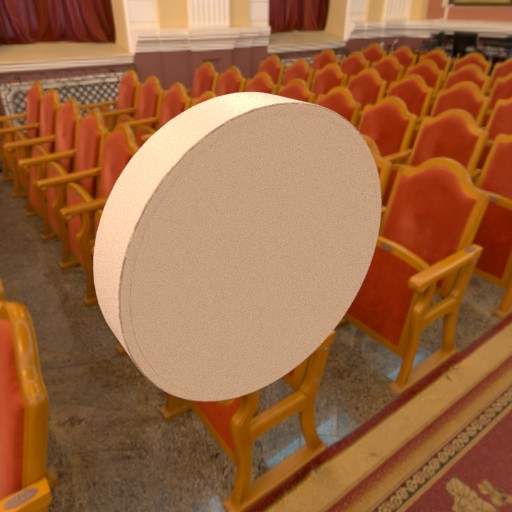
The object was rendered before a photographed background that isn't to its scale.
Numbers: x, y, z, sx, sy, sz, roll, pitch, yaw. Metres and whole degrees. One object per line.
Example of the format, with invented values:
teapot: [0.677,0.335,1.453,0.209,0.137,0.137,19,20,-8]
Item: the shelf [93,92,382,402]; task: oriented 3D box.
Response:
shelf: [0.000,0.000,1.181,0.806,0.807,0.158,-20,35,-31]
